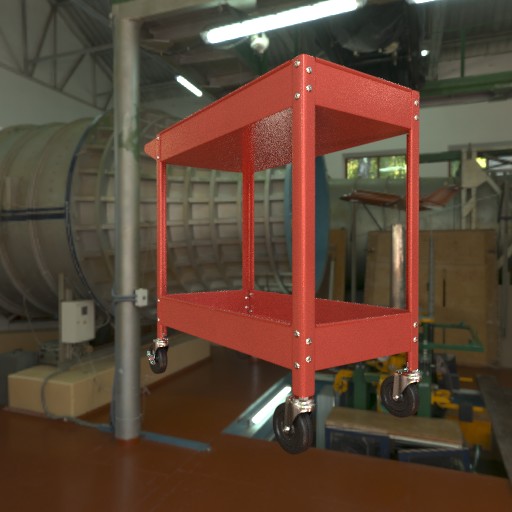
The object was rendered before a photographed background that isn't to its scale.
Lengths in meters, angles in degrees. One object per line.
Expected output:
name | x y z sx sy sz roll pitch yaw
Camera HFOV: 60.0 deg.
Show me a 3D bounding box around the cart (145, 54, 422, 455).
cart | 0.000 0.000 1.181 0.366 0.719 0.779 0 1 -35
